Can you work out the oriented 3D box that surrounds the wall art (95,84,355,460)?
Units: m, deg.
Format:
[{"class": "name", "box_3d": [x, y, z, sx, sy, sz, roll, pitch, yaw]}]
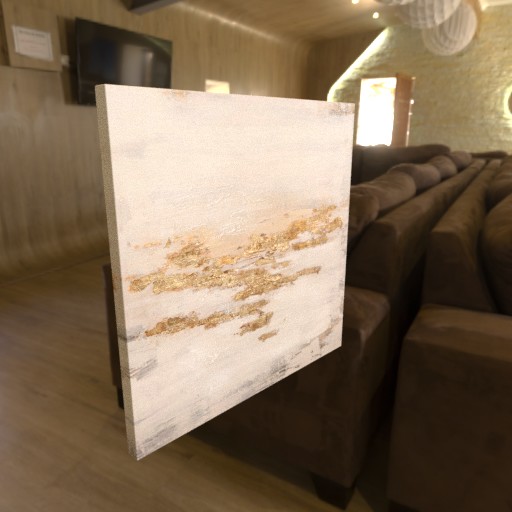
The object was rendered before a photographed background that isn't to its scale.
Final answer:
[{"class": "wall art", "box_3d": [0.000, 0.000, 1.113, 0.753, 0.755, 0.038, -15, 22, -43]}]
